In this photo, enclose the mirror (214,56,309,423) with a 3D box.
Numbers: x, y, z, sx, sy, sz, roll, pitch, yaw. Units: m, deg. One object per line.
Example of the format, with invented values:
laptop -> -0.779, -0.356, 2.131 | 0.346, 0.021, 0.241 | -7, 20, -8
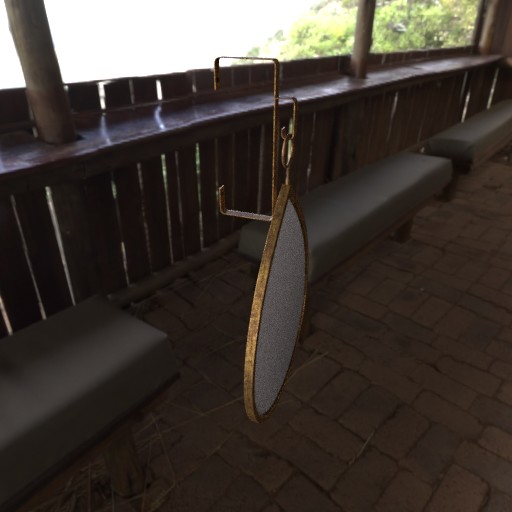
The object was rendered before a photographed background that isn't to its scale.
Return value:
mirror -> 0.000, 0.000, 0.908 | 0.144, 0.744, 0.405 | 10, 31, 17
